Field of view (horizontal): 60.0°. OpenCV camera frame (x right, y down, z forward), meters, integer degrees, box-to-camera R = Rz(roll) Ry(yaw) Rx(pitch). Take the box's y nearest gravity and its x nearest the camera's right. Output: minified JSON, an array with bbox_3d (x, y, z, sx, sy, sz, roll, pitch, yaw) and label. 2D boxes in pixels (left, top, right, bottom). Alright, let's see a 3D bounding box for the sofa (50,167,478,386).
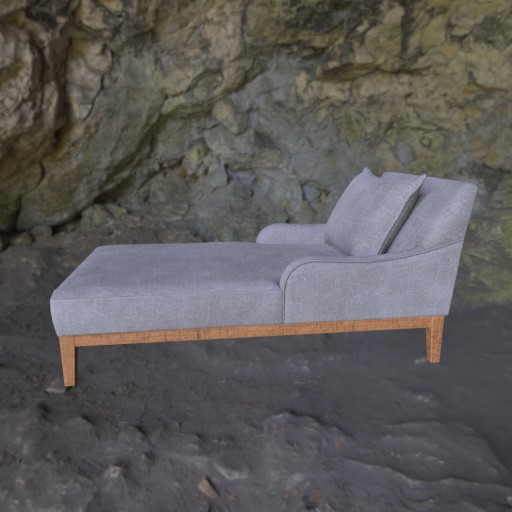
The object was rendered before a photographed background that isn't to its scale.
[{"bbox_3d":[0.000,0.000,2.269,1.779,0.859,0.894,-2,14,-7],"label":"sofa"}]
